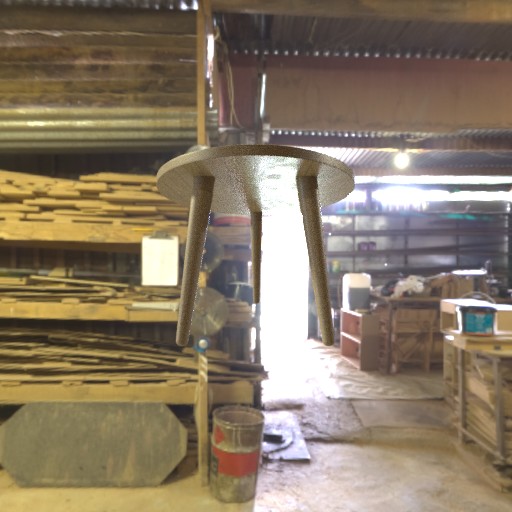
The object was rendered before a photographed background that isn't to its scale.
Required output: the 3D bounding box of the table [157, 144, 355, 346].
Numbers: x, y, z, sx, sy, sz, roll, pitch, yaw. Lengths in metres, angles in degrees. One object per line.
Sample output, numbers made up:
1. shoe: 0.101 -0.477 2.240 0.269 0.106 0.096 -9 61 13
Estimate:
1. table: 0.000 0.000 1.324 0.542 0.390 1.083 0 0 0
